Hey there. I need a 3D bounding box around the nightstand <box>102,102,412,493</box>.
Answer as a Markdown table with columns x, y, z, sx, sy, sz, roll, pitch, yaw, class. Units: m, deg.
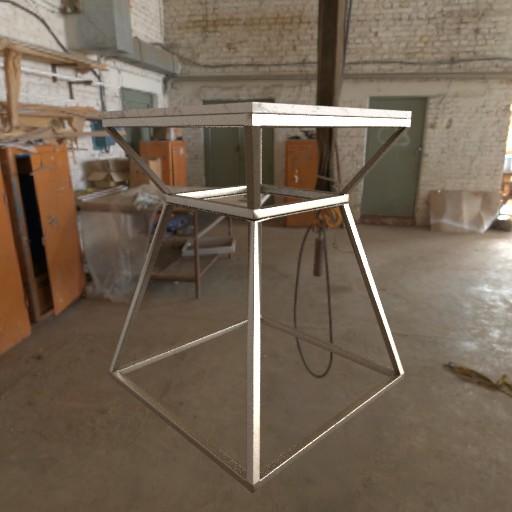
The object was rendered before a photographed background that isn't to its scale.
| x | y | z | sx | sy | sz | roll | pitch | yaw | class |
| --- | --- | --- | --- | --- | --- | --- | --- | --- | --- |
| 0.000 | 0.000 | 0.893 | 0.455 | 0.554 | 0.455 | -15 | 22 | -42 | nightstand |
